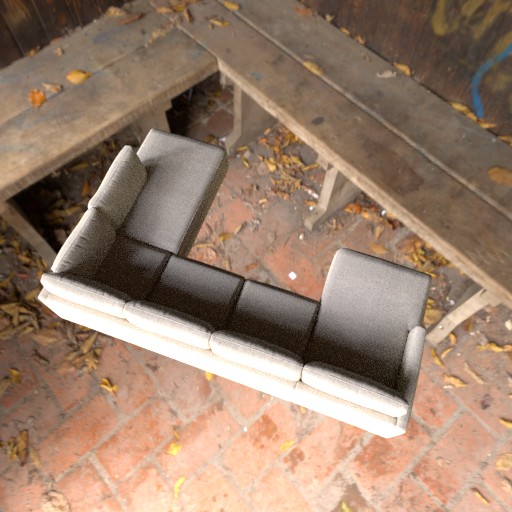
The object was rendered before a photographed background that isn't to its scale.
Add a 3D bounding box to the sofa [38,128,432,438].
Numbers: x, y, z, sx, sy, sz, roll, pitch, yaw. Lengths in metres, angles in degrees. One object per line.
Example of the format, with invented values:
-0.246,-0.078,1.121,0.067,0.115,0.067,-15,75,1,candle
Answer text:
0.000,0.000,3.534,2.737,0.756,1.879,18,65,9,sofa
